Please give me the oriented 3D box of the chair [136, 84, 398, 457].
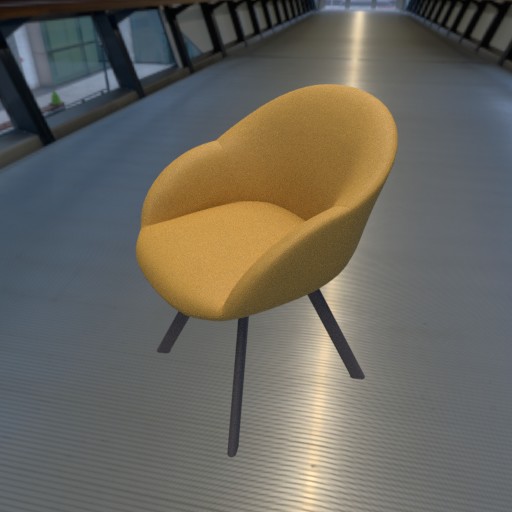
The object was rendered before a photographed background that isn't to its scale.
[{"bbox_3d":[0.000,0.000,1.176,0.583,0.793,0.551,-20,37,-28],"label":"chair"}]
